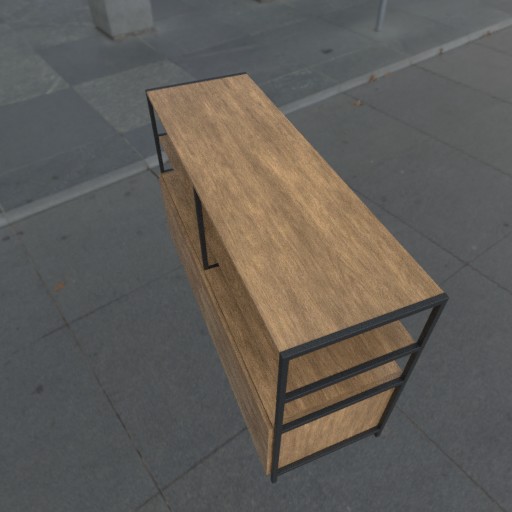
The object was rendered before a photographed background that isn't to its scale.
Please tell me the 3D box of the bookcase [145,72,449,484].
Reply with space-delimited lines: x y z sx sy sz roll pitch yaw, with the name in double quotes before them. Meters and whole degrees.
"bookcase" 0.000 0.000 1.481 0.391 0.712 1.149 -16 48 -15
